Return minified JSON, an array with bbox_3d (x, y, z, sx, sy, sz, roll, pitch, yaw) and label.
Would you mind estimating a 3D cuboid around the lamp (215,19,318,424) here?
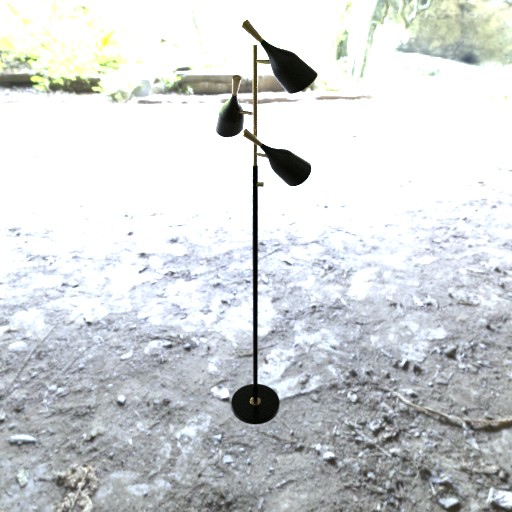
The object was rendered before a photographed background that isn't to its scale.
[{"bbox_3d":[0.000,0.000,1.883,0.434,1.778,0.253,20,35,32],"label":"lamp"}]
